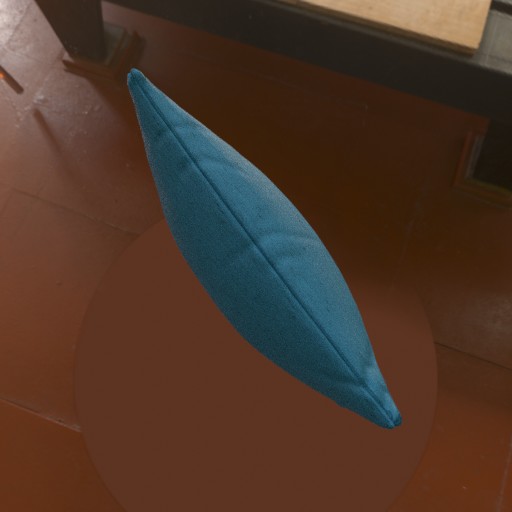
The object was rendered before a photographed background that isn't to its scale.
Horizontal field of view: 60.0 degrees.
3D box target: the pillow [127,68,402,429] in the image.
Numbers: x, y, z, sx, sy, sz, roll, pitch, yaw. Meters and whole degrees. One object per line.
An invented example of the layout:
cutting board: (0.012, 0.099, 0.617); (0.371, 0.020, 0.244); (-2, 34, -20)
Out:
pillow: (0.000, 0.000, 0.771); (0.210, 0.338, 0.633); (-35, 79, -8)
